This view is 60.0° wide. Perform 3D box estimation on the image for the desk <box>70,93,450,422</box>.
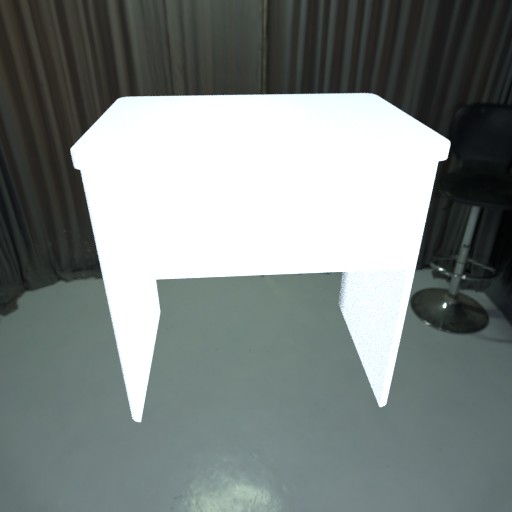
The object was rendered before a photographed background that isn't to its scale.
[{"bbox_3d":[0.000,0.000,1.295,0.762,0.800,0.549,-2,31,-4],"label":"desk"}]
